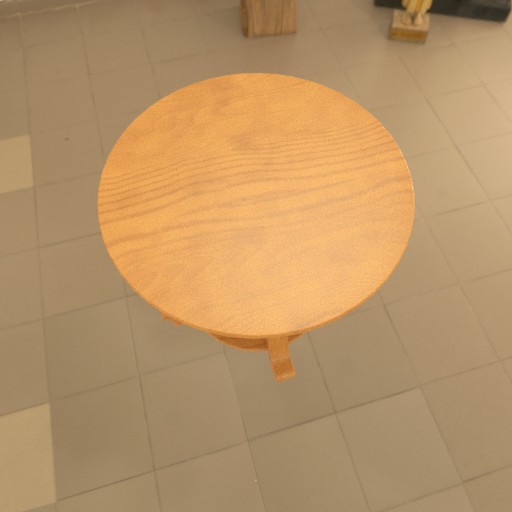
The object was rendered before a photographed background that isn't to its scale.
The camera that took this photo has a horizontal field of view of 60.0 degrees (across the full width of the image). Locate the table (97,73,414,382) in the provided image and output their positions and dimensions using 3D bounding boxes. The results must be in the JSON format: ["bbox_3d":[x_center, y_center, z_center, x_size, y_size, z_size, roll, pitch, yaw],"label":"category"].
[{"bbox_3d":[0.000,0.000,1.115,0.597,0.612,0.597,0,63,0],"label":"table"}]
